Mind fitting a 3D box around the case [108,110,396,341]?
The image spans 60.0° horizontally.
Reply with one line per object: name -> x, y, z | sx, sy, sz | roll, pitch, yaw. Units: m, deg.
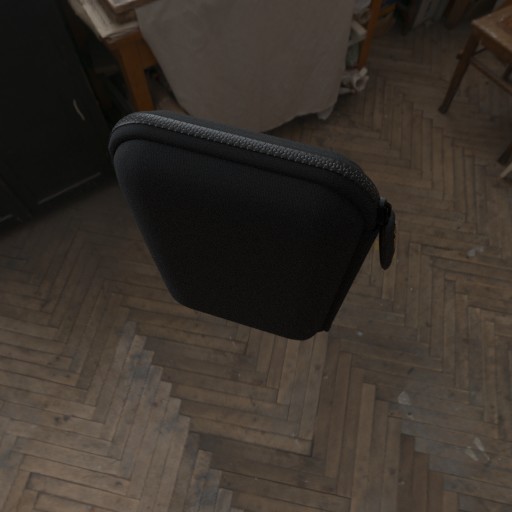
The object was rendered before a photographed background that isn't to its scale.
case -> 0.000, 0.000, 0.198 | 0.107, 0.147, 0.030 | 16, 64, 8
